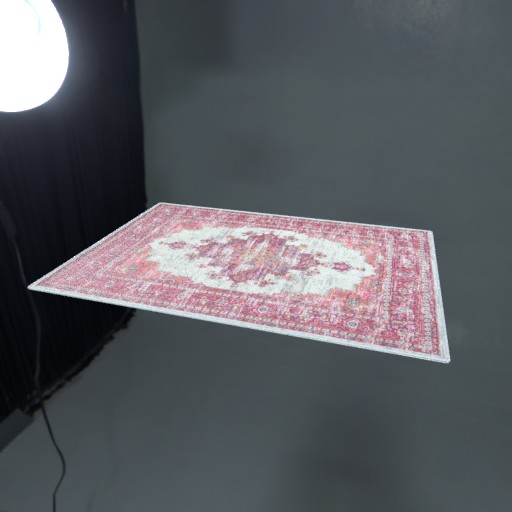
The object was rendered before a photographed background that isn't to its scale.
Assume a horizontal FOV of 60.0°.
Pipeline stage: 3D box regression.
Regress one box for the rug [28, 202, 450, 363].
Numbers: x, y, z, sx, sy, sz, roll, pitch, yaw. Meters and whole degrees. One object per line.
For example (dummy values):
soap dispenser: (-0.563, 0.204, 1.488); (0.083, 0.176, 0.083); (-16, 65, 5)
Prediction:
rug: (0.000, 0.000, 2.254); (1.747, 0.011, 1.217); (8, 26, 15)
